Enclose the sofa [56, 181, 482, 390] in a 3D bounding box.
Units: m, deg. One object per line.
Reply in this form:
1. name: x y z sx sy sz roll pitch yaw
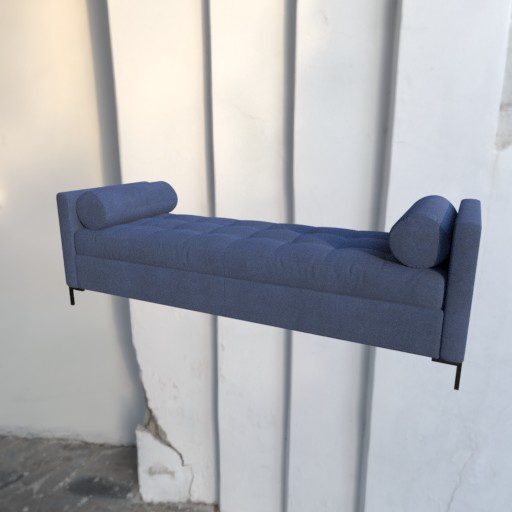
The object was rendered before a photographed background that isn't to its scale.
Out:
1. sofa: 0.000 0.000 2.242 1.981 0.635 0.686 7 17 25
